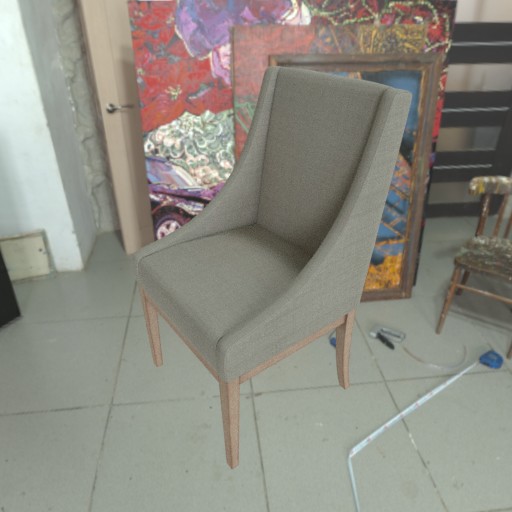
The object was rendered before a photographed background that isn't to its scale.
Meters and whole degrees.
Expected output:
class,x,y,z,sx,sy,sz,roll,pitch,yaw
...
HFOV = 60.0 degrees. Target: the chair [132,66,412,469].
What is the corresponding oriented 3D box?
class,x,y,z,sx,sy,sz,roll,pitch,yaw
chair,0.000,0.000,1.397,0.611,1.021,0.575,-20,37,-30
